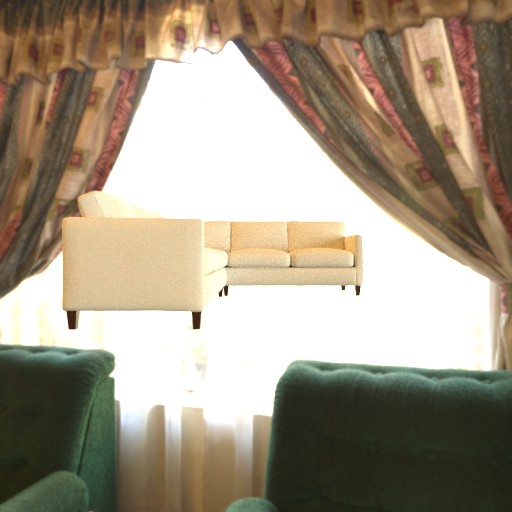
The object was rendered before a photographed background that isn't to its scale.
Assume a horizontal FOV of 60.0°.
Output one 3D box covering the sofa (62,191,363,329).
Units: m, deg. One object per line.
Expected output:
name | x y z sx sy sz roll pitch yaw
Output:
sofa | 0.000 0.000 4.460 2.593 0.947 3.302 0 0 -1
